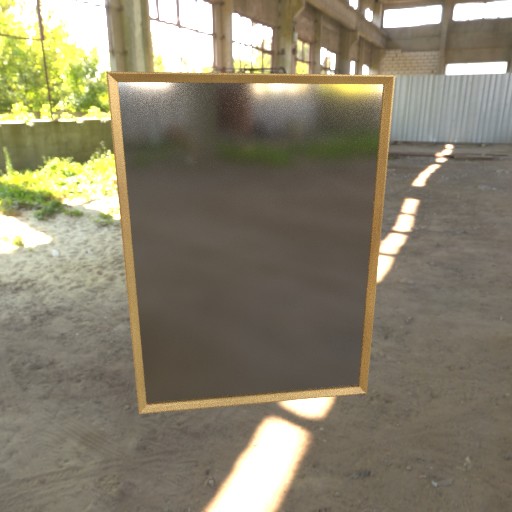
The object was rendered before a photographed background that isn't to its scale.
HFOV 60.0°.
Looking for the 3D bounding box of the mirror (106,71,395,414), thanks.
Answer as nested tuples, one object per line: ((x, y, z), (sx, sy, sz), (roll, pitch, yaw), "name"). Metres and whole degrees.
((0.000, 0.000, 1.332), (0.762, 1.016, 0.041), (-3, 18, -8), "mirror")
